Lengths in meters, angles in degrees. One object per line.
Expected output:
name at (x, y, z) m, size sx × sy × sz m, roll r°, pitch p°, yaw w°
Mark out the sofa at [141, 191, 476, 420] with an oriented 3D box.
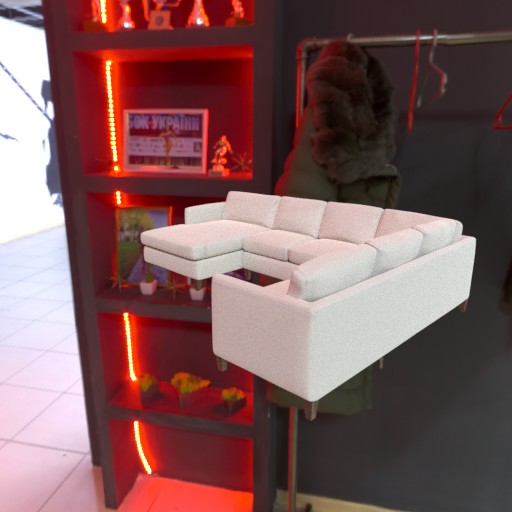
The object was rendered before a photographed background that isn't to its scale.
sofa at (0.000, 0.000, 4.574) m, size 3.459 × 0.956 × 2.593 m, roll 15°, pitch 21°, yaw 43°
